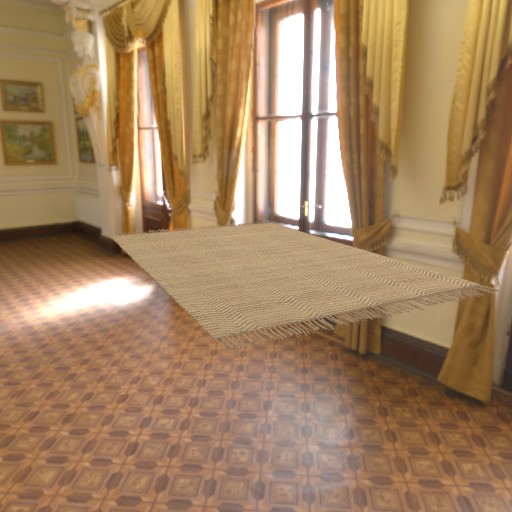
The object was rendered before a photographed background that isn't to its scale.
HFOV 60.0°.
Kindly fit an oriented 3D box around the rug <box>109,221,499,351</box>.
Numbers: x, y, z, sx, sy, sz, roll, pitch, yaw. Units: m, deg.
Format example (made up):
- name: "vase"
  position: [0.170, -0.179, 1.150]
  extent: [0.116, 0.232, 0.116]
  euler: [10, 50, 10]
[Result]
- name: "rug"
  position: [0.000, 0.000, 2.409]
  extent: [1.224, 0.027, 2.021]
  euler: [-7, 15, -26]
